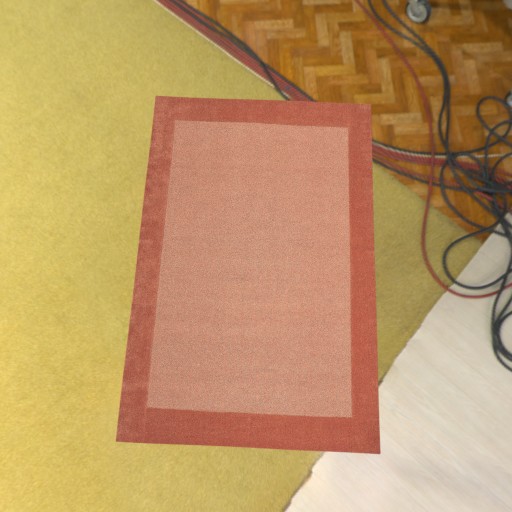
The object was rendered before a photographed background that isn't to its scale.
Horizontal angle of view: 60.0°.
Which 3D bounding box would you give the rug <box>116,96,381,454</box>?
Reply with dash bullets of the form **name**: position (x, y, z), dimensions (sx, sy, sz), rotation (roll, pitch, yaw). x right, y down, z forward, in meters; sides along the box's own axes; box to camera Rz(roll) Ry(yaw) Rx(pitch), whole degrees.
- **rug**: position (0.000, 0.000, 2.273), dimensions (1.219, 0.014, 1.829), rotation (2, 75, 1)
